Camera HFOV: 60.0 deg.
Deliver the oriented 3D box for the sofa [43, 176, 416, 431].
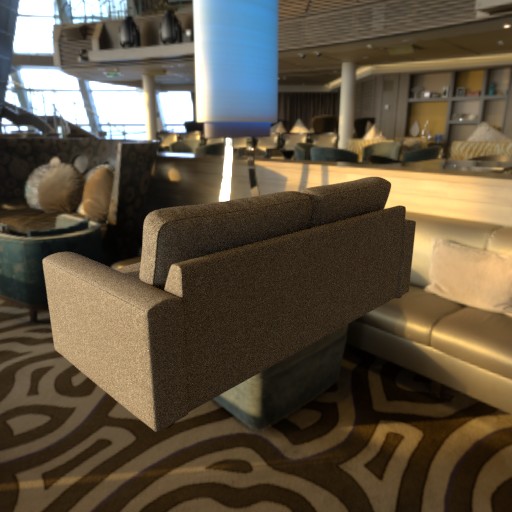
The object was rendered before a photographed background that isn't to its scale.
[{"bbox_3d":[0.000,0.000,2.720,1.016,0.873,2.179,15,22,42],"label":"sofa"}]
